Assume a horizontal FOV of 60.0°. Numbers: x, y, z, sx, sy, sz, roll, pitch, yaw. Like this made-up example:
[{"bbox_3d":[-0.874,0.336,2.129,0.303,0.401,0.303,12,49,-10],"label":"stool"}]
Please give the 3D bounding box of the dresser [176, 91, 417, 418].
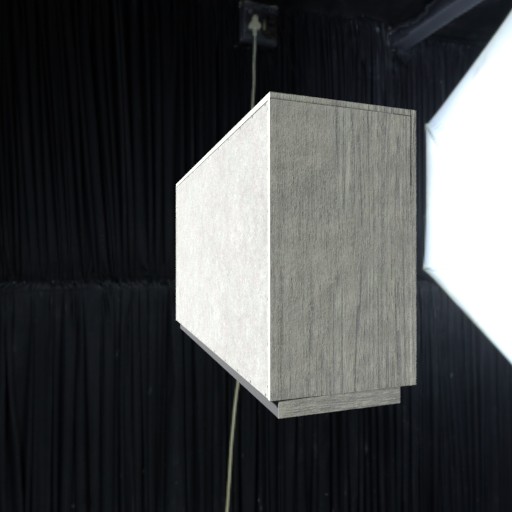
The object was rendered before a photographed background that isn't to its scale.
[{"bbox_3d":[0.000,0.000,2.048,0.483,0.889,1.628,0,0,-19],"label":"dresser"}]
